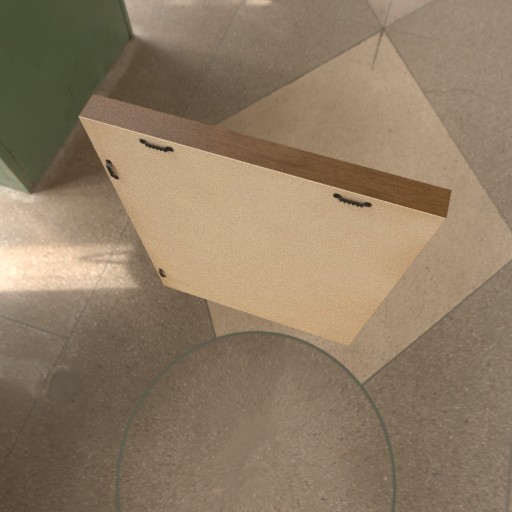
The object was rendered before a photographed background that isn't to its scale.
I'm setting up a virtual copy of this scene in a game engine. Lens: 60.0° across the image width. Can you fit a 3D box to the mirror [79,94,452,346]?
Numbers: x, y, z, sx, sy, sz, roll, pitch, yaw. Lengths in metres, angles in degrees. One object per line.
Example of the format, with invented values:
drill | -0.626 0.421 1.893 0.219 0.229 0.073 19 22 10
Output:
mirror | 0.000 0.000 0.698 0.405 0.508 0.041 17 66 8
